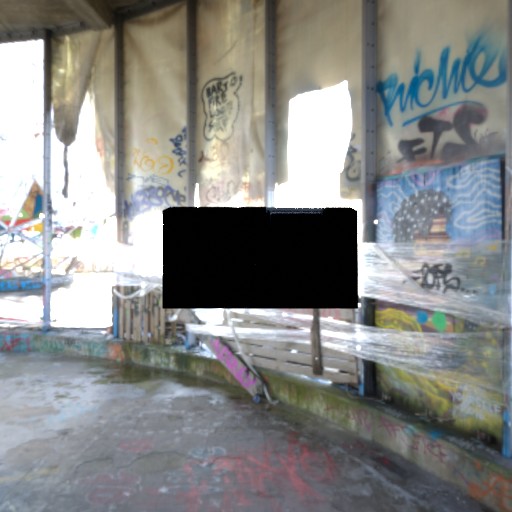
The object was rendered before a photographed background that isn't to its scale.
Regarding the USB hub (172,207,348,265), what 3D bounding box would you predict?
[{"bbox_3d":[0.000,0.000,0.128,0.044,0.023,0.110,0,1,-2],"label":"USB hub"}]
